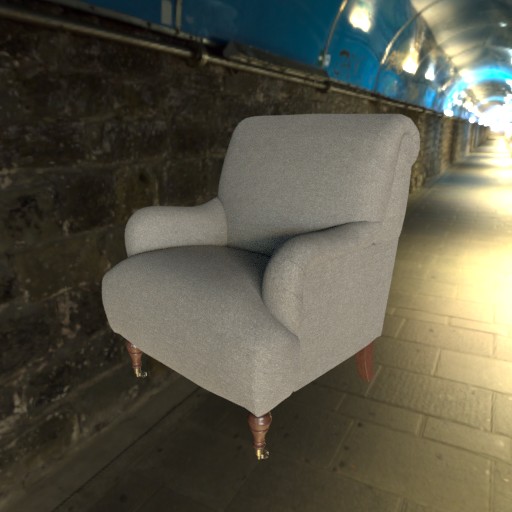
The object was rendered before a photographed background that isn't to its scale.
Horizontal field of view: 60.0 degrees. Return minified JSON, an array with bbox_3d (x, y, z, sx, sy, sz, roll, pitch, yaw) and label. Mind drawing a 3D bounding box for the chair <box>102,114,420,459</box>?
[{"bbox_3d":[0.000,0.000,1.525,0.766,0.942,0.843,15,22,41],"label":"chair"}]
